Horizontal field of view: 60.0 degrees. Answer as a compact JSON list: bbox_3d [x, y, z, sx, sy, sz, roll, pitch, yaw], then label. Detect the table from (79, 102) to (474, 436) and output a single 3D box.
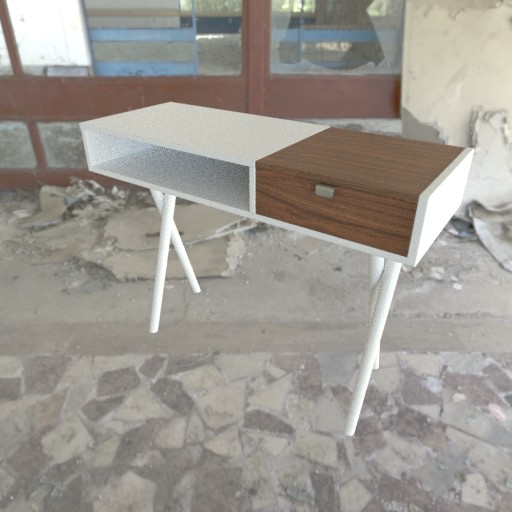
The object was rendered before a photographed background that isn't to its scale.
[{"bbox_3d":[0.000,0.000,1.439,1.066,0.785,0.418,19,35,30],"label":"table"}]
